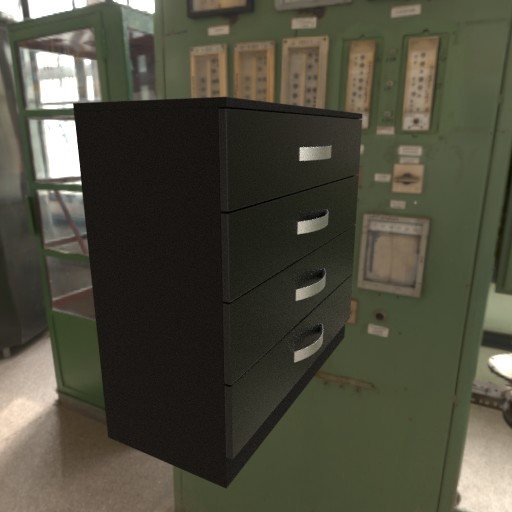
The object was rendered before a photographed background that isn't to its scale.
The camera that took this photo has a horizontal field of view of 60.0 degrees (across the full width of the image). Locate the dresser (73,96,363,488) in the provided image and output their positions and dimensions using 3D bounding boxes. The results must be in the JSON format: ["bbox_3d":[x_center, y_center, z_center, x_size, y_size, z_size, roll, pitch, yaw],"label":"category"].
[{"bbox_3d":[0.000,0.000,1.146,0.360,0.720,0.750,8,18,27],"label":"dresser"}]
